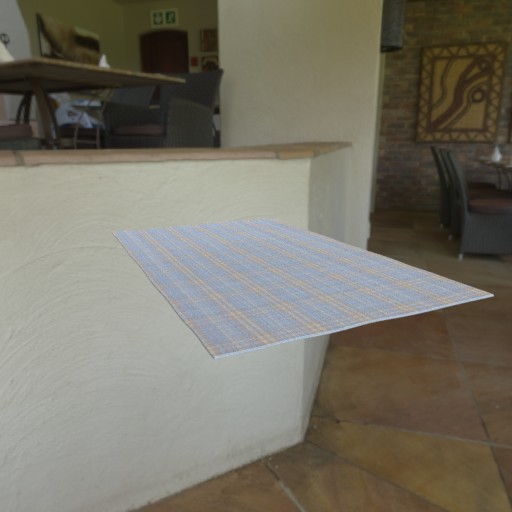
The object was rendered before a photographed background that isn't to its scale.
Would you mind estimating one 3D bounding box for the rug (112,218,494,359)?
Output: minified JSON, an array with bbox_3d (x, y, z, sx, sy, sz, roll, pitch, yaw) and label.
[{"bbox_3d":[0.000,0.000,3.024,1.545,0.016,2.460,-7,17,-25],"label":"rug"}]
